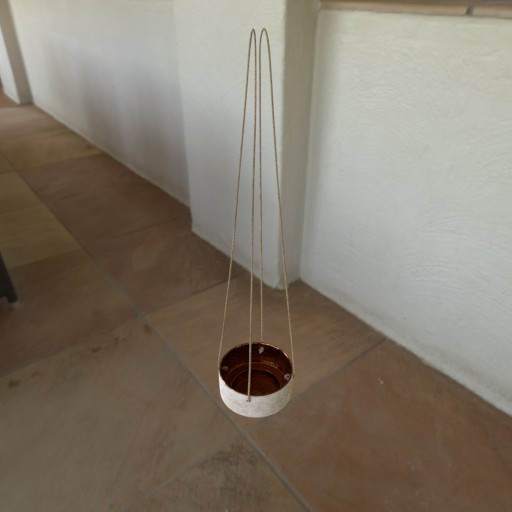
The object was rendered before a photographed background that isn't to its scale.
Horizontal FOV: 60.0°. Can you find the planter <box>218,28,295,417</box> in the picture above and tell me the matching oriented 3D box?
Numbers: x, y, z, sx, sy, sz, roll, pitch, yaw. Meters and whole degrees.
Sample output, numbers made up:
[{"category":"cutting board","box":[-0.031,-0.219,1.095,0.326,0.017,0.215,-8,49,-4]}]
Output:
[{"category":"planter","box":[0.000,0.000,1.124,0.223,1.030,0.223,-20,37,-29]}]
